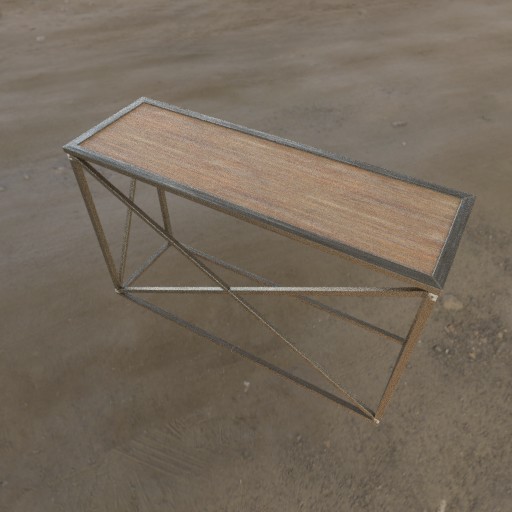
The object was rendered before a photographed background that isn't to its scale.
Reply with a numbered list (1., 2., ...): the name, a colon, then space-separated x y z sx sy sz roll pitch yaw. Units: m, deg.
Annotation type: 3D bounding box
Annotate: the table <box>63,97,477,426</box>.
1. table: 0.000 0.000 1.617 1.216 0.753 0.402 22 50 20
